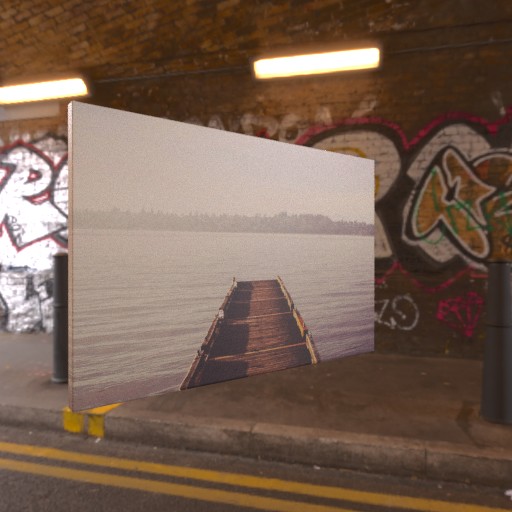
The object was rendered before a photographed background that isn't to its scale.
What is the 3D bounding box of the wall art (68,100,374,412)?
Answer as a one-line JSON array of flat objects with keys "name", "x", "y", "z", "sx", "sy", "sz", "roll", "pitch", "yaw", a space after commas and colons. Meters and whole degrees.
[{"name": "wall art", "x": 0.000, "y": 0.000, "z": 0.773, "sx": 0.615, "sy": 0.410, "sz": 0.021, "roll": 0, "pitch": 0, "yaw": -37}]
